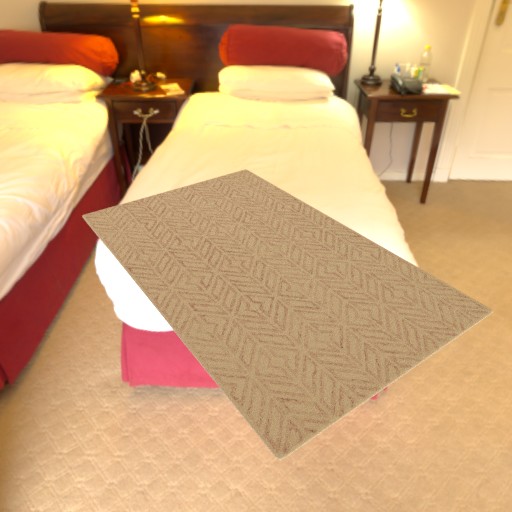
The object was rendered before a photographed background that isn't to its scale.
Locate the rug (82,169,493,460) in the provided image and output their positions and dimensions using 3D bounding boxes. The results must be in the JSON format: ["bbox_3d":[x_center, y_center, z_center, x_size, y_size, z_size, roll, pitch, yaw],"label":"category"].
[{"bbox_3d":[0.000,0.000,2.921,1.523,0.008,2.438,-22,40,-29],"label":"rug"}]
